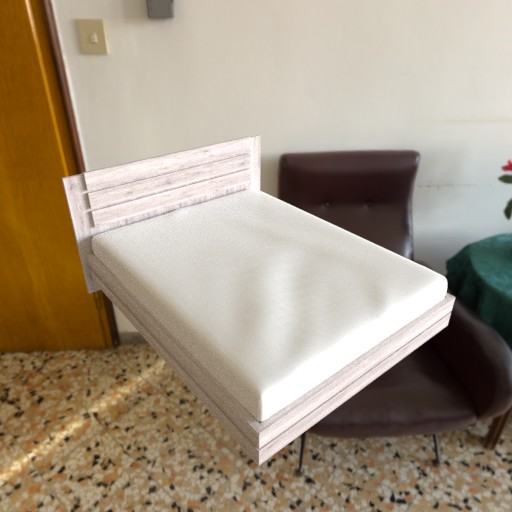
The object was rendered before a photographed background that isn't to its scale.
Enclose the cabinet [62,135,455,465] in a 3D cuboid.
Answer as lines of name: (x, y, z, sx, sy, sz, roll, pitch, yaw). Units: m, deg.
cabinet: (0.000, 0.000, 3.057, 1.750, 0.970, 2.080, -22, 37, -33)
